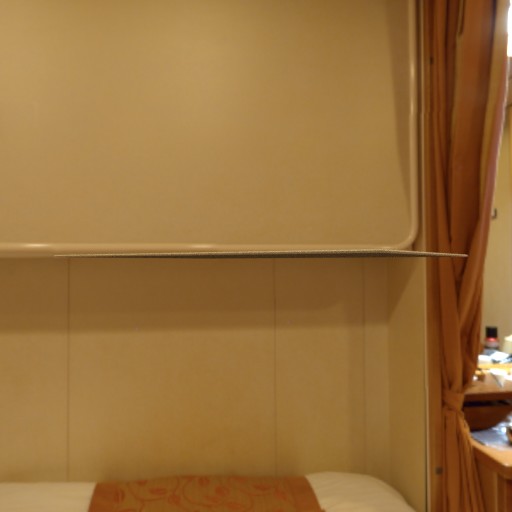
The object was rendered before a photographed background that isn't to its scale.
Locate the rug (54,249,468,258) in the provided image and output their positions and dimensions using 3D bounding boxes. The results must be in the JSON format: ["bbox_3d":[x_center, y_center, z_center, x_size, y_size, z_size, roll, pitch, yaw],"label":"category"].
[{"bbox_3d":[0.000,0.000,2.342,1.829,0.010,1.219,-1,-1,36],"label":"rug"}]
